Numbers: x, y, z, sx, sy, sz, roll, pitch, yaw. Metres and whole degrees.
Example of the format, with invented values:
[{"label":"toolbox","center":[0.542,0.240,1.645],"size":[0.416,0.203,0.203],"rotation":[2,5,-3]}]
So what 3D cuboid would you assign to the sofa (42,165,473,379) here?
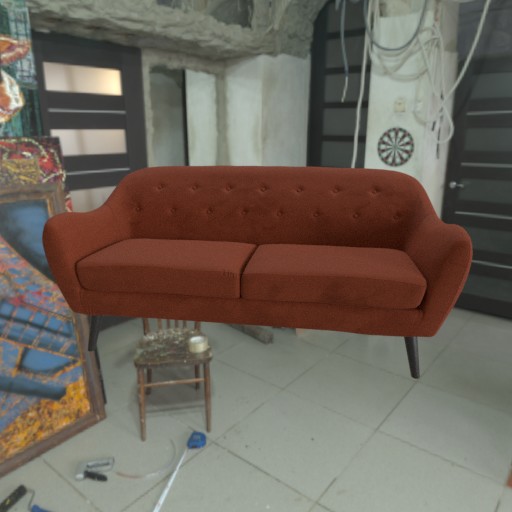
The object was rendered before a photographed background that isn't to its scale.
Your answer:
[{"label":"sofa","center":[0.000,0.000,2.240],"size":[1.840,0.836,0.820],"rotation":[3,16,9]}]
